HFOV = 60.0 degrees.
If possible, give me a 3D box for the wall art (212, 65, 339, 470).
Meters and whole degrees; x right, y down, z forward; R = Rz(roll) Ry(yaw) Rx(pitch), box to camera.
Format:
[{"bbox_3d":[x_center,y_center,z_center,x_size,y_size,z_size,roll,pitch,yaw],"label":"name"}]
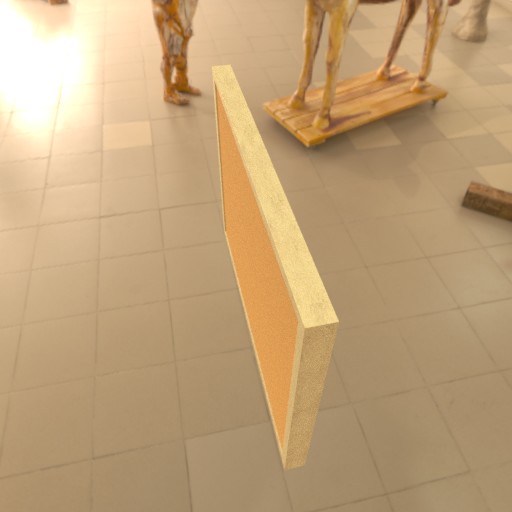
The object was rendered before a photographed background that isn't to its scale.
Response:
[{"bbox_3d":[0.000,0.000,0.706,0.032,0.380,0.532,-9,48,-9],"label":"wall art"}]
